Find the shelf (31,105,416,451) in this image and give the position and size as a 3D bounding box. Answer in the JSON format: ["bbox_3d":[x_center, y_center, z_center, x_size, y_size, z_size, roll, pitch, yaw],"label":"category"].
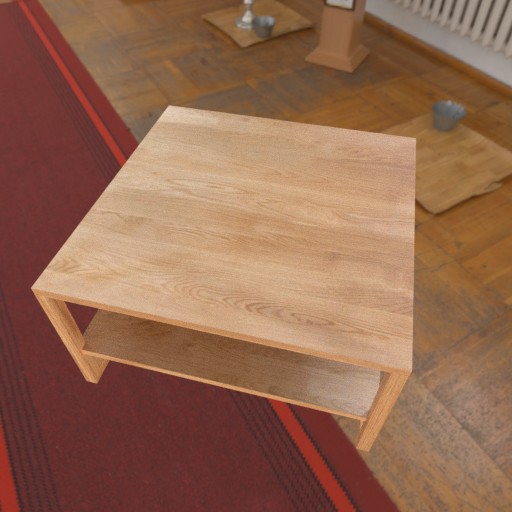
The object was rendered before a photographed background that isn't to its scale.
[{"bbox_3d":[0.000,0.000,1.470,0.899,0.480,0.899,11,48,10],"label":"shelf"}]
